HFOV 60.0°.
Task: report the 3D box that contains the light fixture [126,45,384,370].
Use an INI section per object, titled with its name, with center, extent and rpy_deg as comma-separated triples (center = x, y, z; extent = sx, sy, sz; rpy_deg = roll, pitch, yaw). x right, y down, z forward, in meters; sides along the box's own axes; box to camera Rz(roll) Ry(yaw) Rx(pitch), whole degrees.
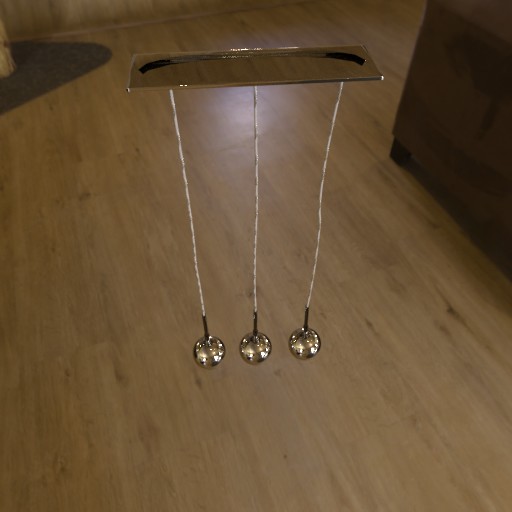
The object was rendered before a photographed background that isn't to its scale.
[light fixture]
center = 0.000, 0.000, 1.626
extent = 0.623, 1.408, 0.188
rpy_deg = -4, 47, -4
